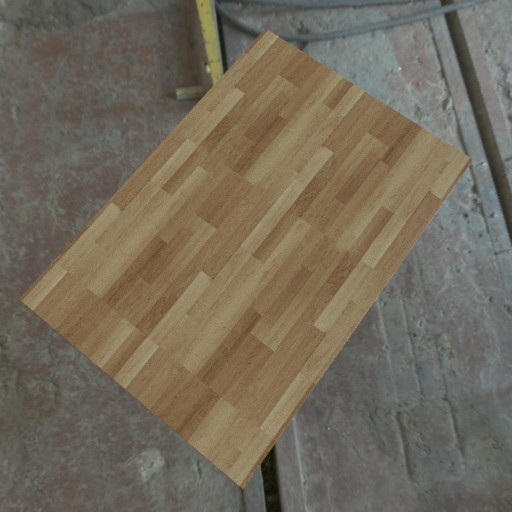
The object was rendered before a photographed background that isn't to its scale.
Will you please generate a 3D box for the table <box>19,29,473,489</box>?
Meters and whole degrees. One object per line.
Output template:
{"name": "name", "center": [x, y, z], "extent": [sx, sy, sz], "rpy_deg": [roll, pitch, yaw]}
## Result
{"name": "table", "center": [0.000, 0.000, 1.831], "extent": [0.900, 0.750, 1.300], "rpy_deg": [36, 78, 9]}
